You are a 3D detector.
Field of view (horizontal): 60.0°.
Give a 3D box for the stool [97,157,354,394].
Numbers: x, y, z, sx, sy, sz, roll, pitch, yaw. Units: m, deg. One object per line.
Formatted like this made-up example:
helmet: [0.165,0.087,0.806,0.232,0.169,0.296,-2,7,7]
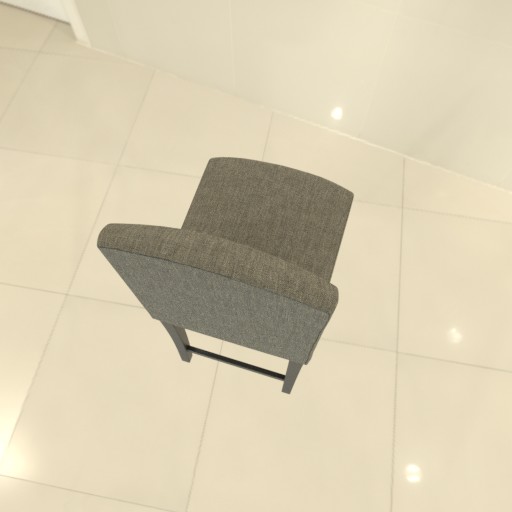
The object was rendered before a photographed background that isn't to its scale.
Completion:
stool: [0.000,0.000,1.275,0.451,0.966,0.552,15,65,7]
